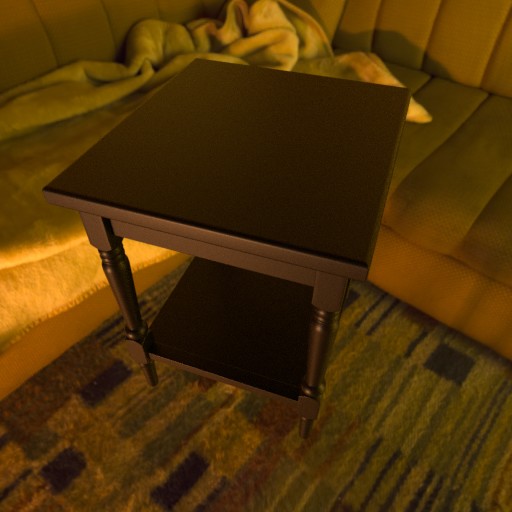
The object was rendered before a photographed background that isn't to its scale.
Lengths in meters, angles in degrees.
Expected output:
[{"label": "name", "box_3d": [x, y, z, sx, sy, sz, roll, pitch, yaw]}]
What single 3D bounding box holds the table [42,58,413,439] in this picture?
[{"label": "table", "box_3d": [0.000, 0.000, 0.904, 0.442, 0.565, 0.488, 14, 46, 14]}]
